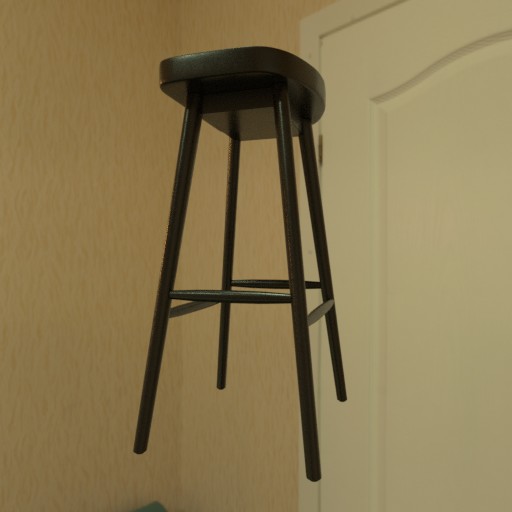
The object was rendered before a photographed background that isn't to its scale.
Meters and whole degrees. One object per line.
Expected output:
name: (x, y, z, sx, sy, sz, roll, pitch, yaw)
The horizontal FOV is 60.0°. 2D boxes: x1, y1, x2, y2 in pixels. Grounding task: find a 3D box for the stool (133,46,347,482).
stool: (0.000, 0.000, 0.991, 0.361, 0.749, 0.440, 0, 1, 17)
